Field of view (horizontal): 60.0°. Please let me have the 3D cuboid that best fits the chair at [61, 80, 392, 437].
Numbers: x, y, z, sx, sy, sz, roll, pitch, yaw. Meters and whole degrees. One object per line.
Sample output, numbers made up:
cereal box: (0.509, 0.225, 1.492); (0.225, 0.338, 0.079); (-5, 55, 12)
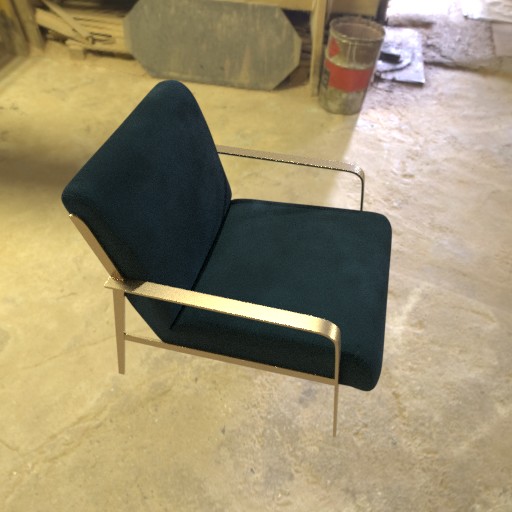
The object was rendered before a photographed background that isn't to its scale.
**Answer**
chair: (0.000, 0.000, 1.427); (0.859, 0.831, 0.692); (11, 48, 10)
